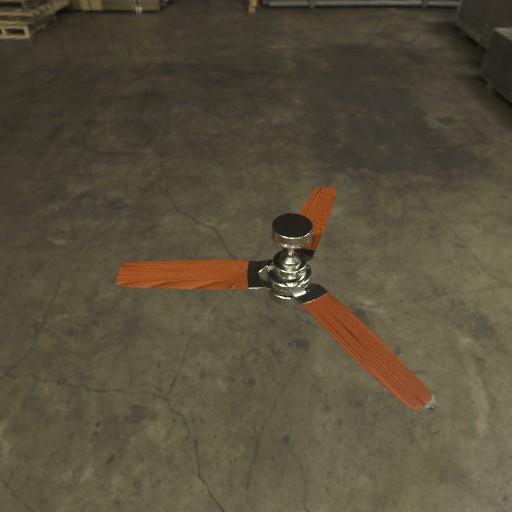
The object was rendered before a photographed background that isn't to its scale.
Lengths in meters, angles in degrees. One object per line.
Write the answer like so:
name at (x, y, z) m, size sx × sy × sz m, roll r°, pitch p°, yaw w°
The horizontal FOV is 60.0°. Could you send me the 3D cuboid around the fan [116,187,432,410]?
fan at (0.000, 0.000, 2.013) m, size 1.271 × 0.410 × 1.416 m, roll 0°, pitch 42°, yaw 0°
